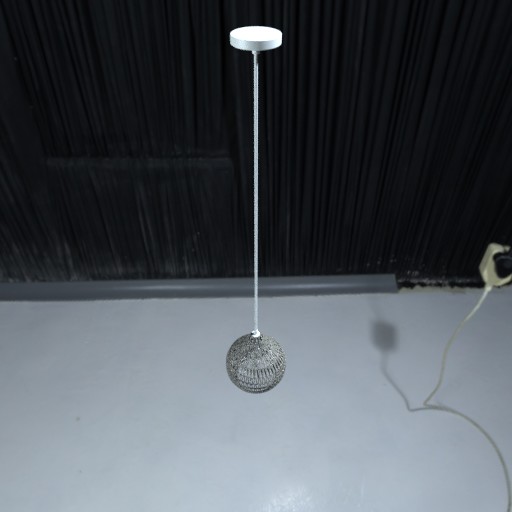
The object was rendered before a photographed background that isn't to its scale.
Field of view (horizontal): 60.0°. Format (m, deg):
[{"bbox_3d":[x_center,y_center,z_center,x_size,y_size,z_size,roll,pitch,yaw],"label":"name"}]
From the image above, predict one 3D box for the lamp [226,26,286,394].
[{"bbox_3d":[0.000,0.000,2.069,0.355,1.919,0.355,-1,41,-1],"label":"lamp"}]
